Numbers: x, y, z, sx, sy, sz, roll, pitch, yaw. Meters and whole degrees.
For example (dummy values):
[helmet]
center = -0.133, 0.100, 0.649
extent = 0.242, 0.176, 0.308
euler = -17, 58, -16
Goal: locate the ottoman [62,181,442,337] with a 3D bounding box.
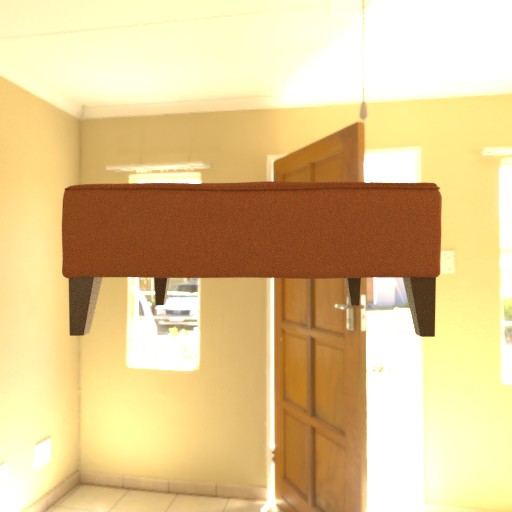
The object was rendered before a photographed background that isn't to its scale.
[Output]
[ottoman]
center = 0.000, 0.000, 1.622
extent = 0.999, 0.438, 0.997
euler = 0, -1, 1
